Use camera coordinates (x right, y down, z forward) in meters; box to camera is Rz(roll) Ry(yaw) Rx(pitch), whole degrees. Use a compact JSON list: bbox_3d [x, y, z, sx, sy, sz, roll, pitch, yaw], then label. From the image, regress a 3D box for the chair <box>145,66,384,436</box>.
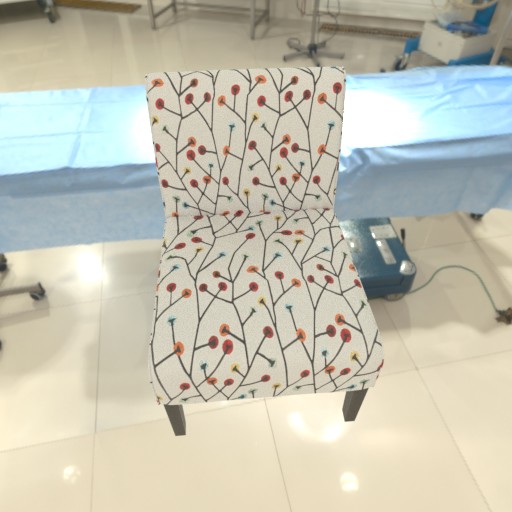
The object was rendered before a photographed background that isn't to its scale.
[{"bbox_3d":[0.000,0.000,1.307,0.597,0.813,0.732,-4,46,-3],"label":"chair"}]
